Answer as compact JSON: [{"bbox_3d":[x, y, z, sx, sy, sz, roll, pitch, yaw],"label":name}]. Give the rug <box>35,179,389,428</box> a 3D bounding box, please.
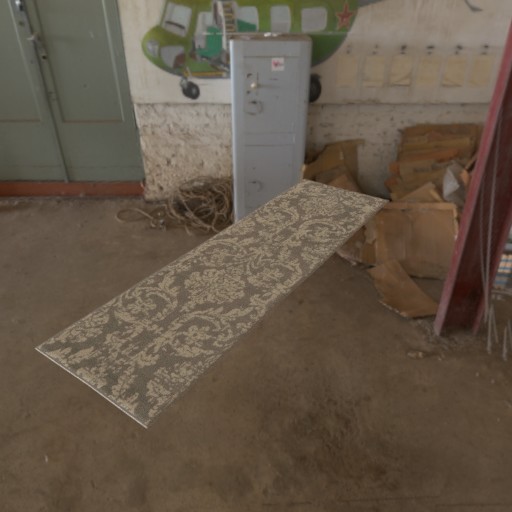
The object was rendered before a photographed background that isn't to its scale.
[{"bbox_3d":[0.000,0.000,2.407,0.662,0.011,2.196,21,38,29],"label":"rug"}]
